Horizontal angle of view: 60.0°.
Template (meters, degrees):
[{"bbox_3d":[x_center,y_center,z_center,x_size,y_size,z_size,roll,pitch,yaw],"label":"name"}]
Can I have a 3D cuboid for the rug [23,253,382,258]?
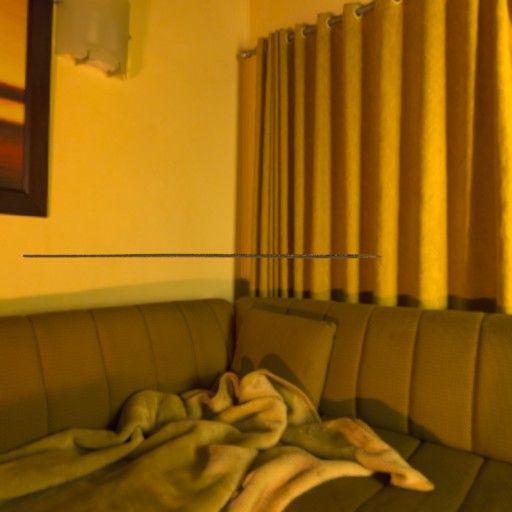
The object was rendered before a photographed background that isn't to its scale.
[{"bbox_3d":[0.000,0.000,2.220,1.145,0.021,1.777,0,0,18],"label":"rug"}]
